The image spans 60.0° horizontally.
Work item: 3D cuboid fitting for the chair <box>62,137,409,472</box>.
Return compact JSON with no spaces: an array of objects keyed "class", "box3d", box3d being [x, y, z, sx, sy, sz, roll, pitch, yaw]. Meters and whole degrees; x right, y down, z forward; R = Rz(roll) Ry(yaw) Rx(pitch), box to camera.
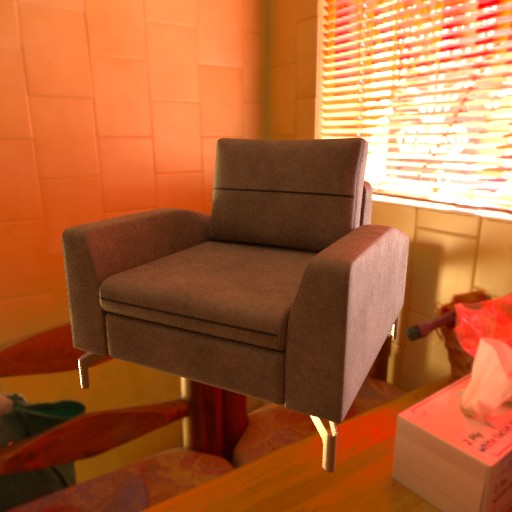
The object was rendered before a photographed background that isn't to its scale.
[{"class":"chair","box3d":[0.000,0.000,1.545,0.900,0.800,0.900,7,16,26]}]
